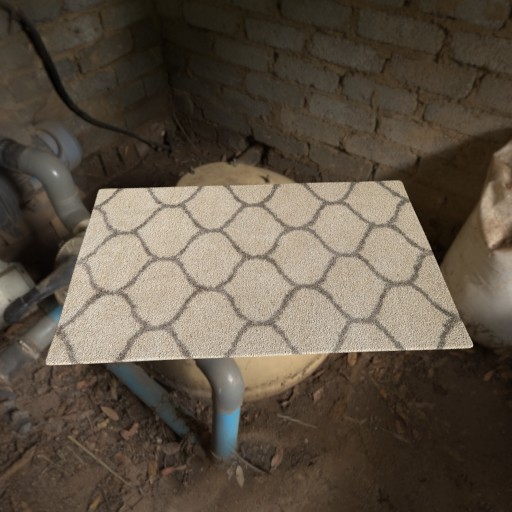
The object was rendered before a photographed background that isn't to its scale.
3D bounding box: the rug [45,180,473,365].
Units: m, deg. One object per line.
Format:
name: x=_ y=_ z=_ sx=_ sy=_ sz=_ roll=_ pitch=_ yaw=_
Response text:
rug: x=0.000 y=0.000 z=2.932 sx=2.348 sy=0.024 sz=1.501 roll=-2 pitch=47 yaw=-2
